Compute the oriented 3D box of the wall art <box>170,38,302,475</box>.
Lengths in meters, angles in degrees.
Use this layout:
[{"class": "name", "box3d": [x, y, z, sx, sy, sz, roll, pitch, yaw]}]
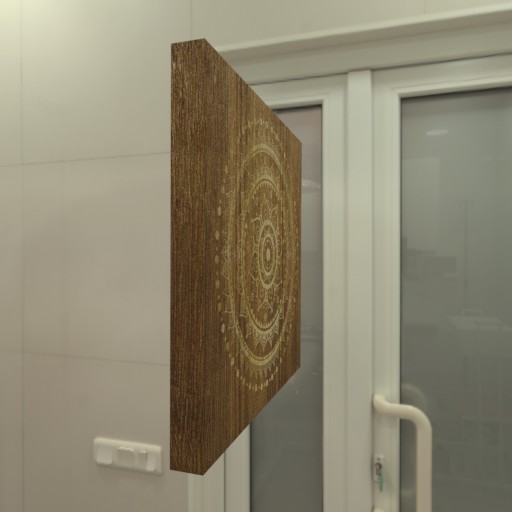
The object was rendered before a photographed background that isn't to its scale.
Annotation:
[{"class": "wall art", "box3d": [0.000, 0.000, 0.605, 0.039, 0.403, 0.406, 0, 0, 18]}]
